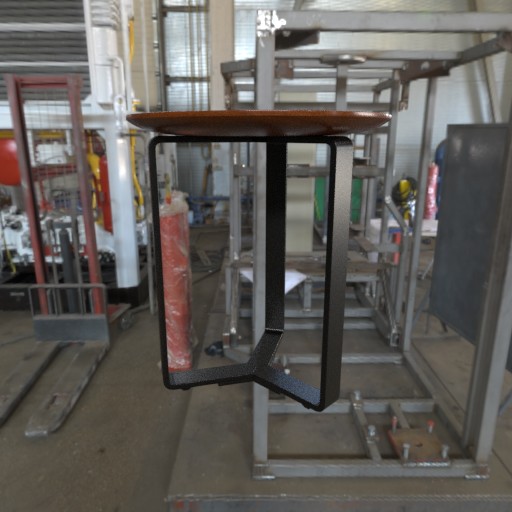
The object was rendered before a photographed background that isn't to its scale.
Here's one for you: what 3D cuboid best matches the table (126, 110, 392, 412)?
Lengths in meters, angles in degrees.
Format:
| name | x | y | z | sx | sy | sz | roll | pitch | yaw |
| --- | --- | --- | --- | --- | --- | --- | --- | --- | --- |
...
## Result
| name | x | y | z | sx | sy | sz | roll | pitch | yaw |
| --- | --- | --- | --- | --- | --- | --- | --- | --- | --- |
| table | 0.000 | 0.000 | 0.748 | 0.410 | 0.450 | 0.380 | 15 | 21 | 42 |
